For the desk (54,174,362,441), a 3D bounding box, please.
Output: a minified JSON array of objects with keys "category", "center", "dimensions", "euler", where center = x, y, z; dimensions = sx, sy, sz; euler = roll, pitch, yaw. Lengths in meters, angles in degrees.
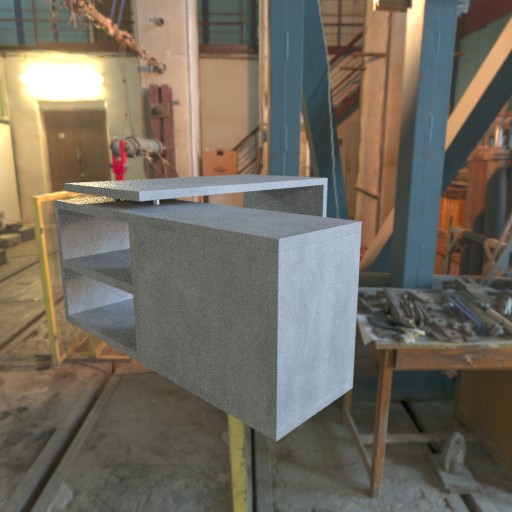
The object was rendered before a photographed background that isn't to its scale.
[{"category":"desk","center":[0.000,0.000,2.306],"dimensions":[1.500,0.740,1.400],"euler":[12,18,42]}]
